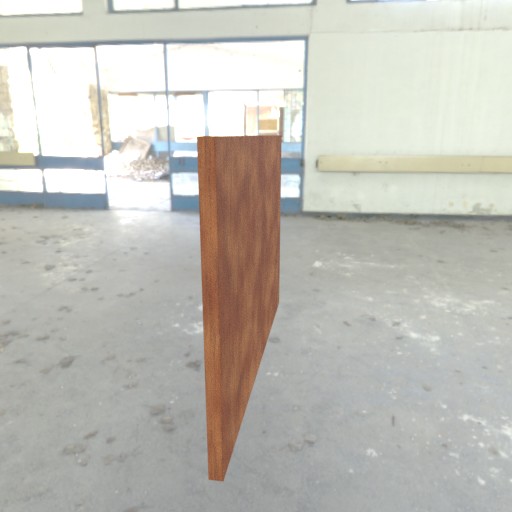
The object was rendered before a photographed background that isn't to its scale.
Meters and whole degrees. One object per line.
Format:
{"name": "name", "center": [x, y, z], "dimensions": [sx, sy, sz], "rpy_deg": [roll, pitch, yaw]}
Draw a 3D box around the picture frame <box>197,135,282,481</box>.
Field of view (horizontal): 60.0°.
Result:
{"name": "picture frame", "center": [0.000, 0.000, 1.220], "dimensions": [0.029, 0.640, 0.950], "rpy_deg": [2, 16, 9]}
